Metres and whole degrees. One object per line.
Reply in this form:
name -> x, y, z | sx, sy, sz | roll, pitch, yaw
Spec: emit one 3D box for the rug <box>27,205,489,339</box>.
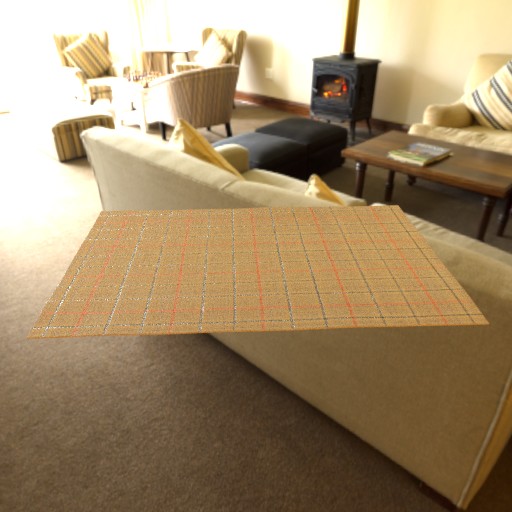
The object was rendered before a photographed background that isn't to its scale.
rug -> 0.000, 0.000, 2.983 | 2.439, 0.015, 1.524 | -1, 31, -2
